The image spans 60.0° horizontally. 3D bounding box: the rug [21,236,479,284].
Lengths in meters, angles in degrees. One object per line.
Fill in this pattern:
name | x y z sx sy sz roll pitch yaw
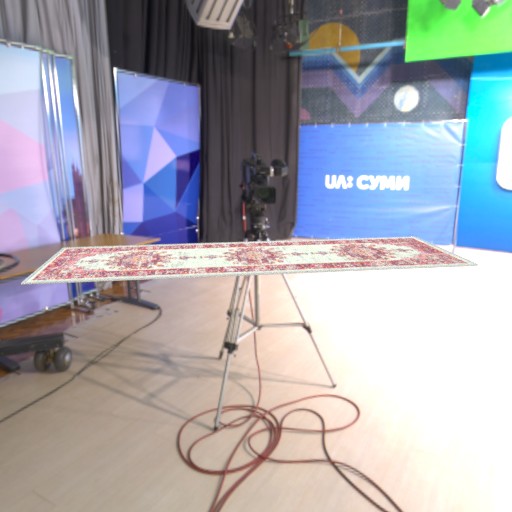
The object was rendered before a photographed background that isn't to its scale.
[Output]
rug | 0.000 0.000 2.013 1.824 0.009 0.562 -2 15 -8
